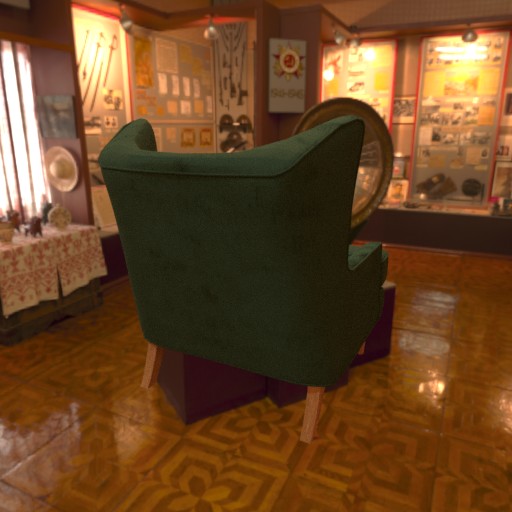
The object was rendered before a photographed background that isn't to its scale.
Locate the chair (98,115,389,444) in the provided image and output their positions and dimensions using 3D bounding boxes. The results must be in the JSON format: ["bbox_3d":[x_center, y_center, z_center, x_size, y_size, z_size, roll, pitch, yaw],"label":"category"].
[{"bbox_3d":[0.000,0.000,1.601,0.793,0.952,0.910,8,18,27],"label":"chair"}]
